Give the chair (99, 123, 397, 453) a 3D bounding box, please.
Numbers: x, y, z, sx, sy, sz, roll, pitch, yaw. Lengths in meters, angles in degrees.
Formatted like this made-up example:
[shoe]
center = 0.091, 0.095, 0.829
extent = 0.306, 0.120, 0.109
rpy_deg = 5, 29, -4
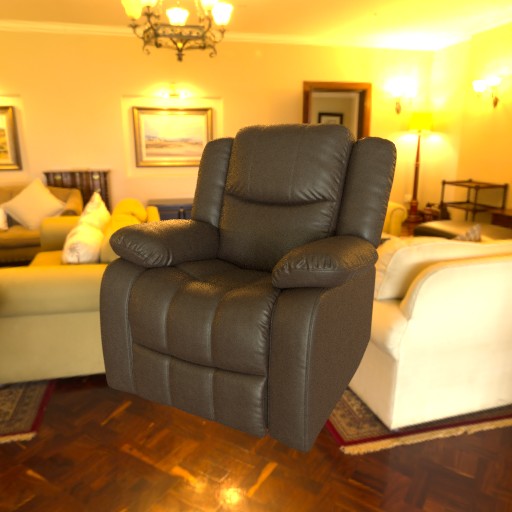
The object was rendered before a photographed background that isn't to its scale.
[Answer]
[chair]
center = 0.000, 0.000, 1.724
extent = 0.899, 1.009, 0.934
rpy_deg = 7, 16, 27
